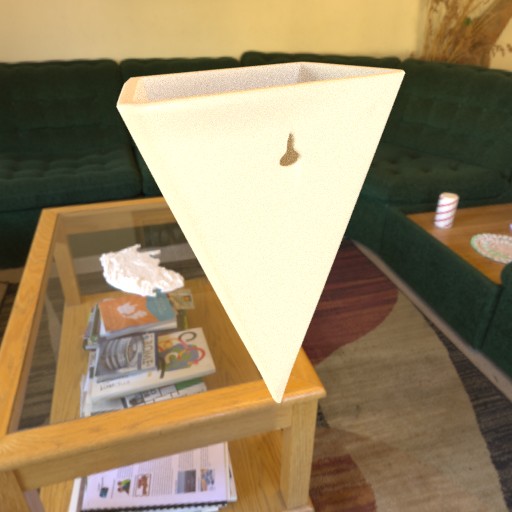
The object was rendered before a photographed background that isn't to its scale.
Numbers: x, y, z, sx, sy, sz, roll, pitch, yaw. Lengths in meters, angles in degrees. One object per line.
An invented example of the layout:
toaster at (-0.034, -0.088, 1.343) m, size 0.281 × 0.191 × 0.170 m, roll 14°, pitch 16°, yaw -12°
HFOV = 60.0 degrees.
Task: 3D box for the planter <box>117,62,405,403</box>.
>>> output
planter at (0.000, 0.000, 0.260) m, size 0.150 × 0.197 × 0.060 m, roll -19°, pitch 35°, yaw -28°
